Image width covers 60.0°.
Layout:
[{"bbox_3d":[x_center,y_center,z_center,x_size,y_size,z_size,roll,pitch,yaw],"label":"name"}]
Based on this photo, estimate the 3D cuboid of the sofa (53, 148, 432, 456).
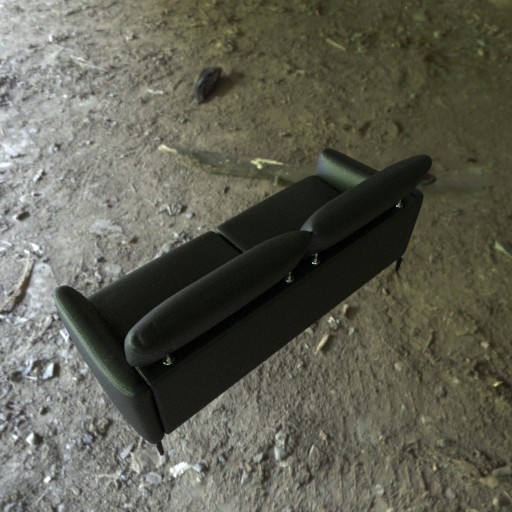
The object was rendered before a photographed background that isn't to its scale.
[{"bbox_3d":[0.000,0.000,2.520,2.069,0.957,0.856,-32,53,-27],"label":"sofa"}]
